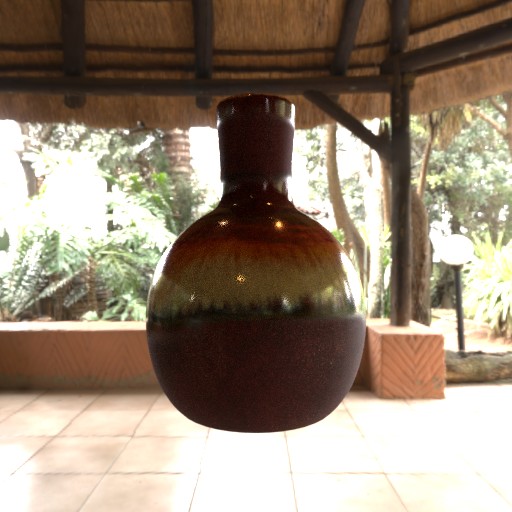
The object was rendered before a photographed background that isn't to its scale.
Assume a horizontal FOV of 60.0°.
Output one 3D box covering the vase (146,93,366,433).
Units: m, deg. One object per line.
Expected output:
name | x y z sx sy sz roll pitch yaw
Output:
vase | 0.000 0.000 0.229 0.111 0.154 0.111 0 0 0
